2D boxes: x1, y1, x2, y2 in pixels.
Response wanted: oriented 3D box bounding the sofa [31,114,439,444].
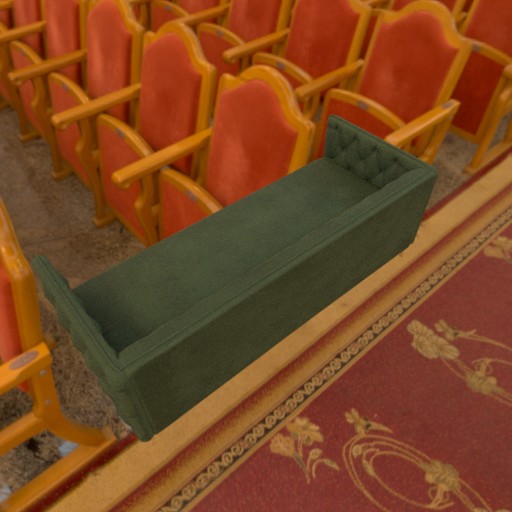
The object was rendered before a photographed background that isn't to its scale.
[{"bbox_3d":[0.000,0.000,2.673,2.209,0.771,0.895,-31,54,-26],"label":"sofa"}]
